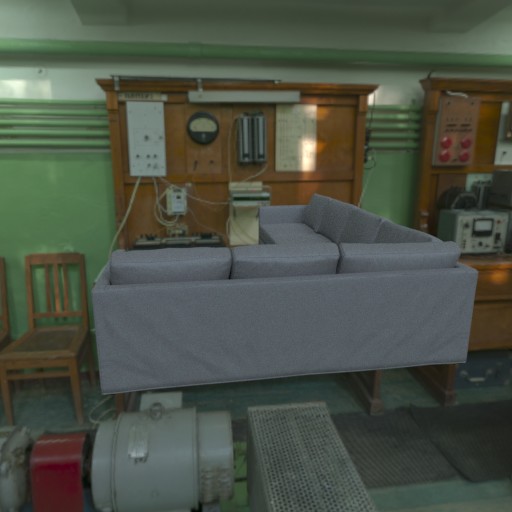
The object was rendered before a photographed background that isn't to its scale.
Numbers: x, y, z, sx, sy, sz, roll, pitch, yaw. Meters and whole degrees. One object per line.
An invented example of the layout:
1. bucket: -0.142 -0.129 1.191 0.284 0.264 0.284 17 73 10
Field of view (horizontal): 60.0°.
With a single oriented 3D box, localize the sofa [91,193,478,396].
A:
1. sofa: 0.000 0.000 4.249 2.432 0.871 3.182 -2 15 -9
